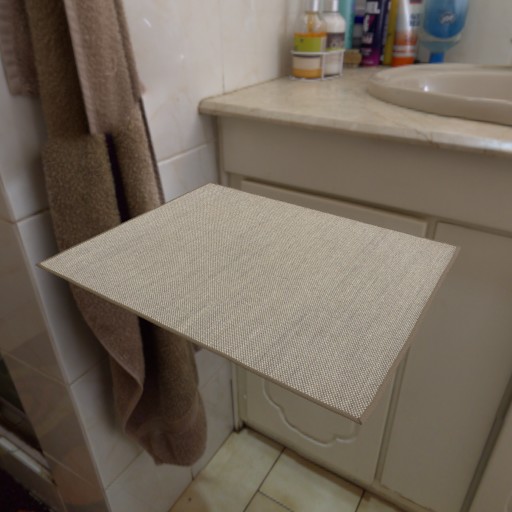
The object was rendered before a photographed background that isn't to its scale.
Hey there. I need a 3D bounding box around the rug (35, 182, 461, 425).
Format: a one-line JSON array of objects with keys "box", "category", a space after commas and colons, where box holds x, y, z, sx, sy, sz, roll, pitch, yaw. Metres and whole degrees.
[{"box": [0.000, 0.000, 3.998, 3.041, 0.020, 2.413, 19, 35, 29], "category": "rug"}]
